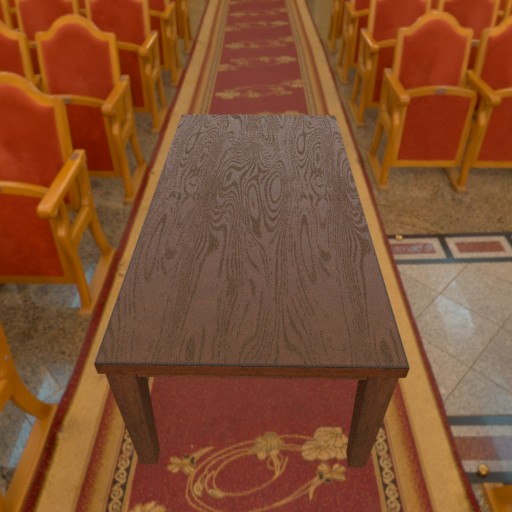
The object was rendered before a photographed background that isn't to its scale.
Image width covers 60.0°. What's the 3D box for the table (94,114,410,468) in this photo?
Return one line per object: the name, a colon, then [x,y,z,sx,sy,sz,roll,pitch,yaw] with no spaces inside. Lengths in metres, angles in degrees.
table: [0.000,0.000,2.420,1.016,0.762,1.981,1,40,1]
